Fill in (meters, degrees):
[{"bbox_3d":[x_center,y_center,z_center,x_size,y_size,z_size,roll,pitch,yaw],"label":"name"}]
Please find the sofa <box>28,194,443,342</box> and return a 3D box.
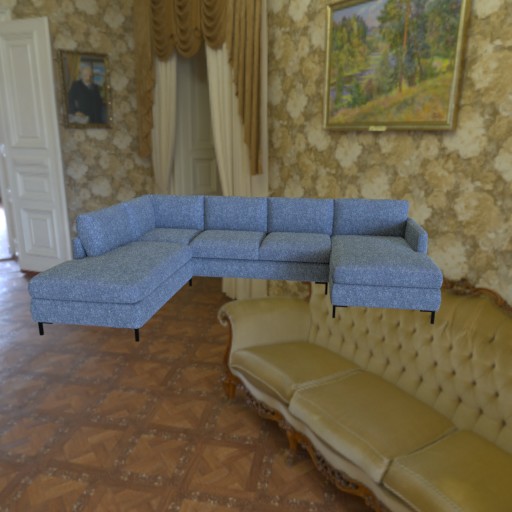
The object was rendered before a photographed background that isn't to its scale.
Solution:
[{"bbox_3d":[0.000,0.000,3.548,2.737,0.756,1.879,2,15,9],"label":"sofa"}]
